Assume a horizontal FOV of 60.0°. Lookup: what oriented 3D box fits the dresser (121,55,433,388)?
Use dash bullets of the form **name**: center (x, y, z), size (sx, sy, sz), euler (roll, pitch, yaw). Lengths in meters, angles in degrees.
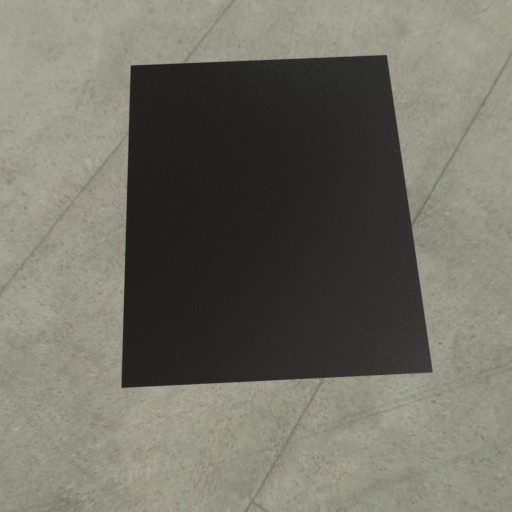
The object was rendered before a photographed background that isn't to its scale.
- **dresser**: center (0.000, 0.000, 0.750), size (0.360, 0.470, 0.400), euler (-3, 75, -1)
